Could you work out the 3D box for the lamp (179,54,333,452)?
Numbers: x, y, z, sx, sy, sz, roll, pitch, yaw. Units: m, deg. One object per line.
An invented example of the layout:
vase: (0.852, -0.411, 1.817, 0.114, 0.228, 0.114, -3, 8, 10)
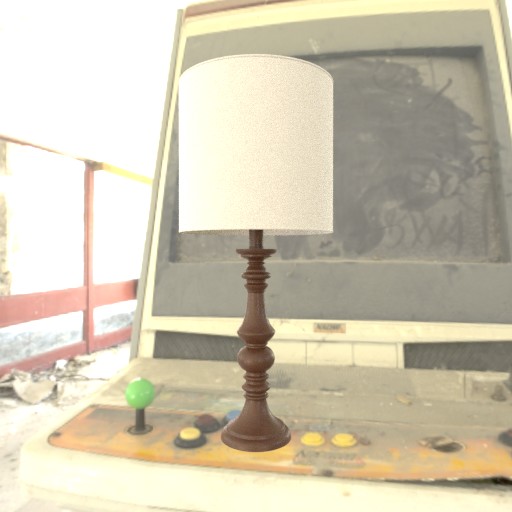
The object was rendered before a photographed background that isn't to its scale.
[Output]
lamp: (0.000, 0.000, 0.731, 0.250, 0.597, 0.250, 1, 1, 36)
